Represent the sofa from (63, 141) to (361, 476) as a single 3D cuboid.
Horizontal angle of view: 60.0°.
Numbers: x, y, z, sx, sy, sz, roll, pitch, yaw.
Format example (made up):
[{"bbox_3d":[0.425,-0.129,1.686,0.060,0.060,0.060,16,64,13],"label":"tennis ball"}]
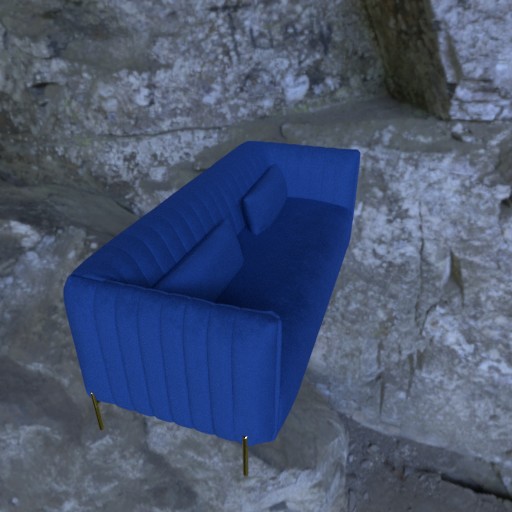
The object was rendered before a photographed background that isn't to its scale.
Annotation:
[{"bbox_3d":[0.000,0.000,2.548,0.896,0.793,2.136,10,31,16],"label":"sofa"}]
